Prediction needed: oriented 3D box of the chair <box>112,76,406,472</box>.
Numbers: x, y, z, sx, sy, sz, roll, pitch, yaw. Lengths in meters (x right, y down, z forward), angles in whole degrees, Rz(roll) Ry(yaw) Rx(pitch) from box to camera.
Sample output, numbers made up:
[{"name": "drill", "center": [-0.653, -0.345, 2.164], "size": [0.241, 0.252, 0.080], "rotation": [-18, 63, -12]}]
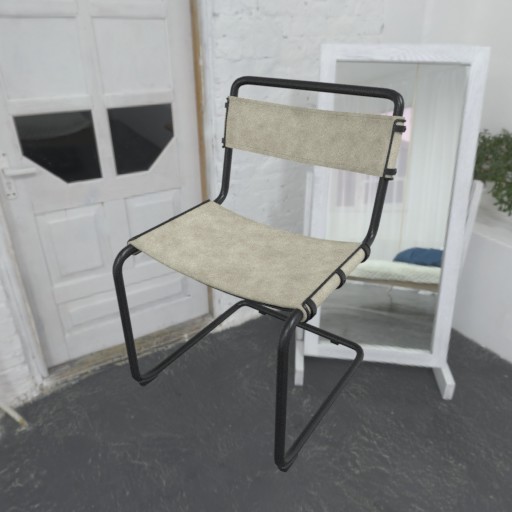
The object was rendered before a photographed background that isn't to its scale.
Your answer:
[{"name": "chair", "center": [0.000, 0.000, 1.078], "size": [0.499, 0.747, 0.497], "rotation": [19, 34, 30]}]
